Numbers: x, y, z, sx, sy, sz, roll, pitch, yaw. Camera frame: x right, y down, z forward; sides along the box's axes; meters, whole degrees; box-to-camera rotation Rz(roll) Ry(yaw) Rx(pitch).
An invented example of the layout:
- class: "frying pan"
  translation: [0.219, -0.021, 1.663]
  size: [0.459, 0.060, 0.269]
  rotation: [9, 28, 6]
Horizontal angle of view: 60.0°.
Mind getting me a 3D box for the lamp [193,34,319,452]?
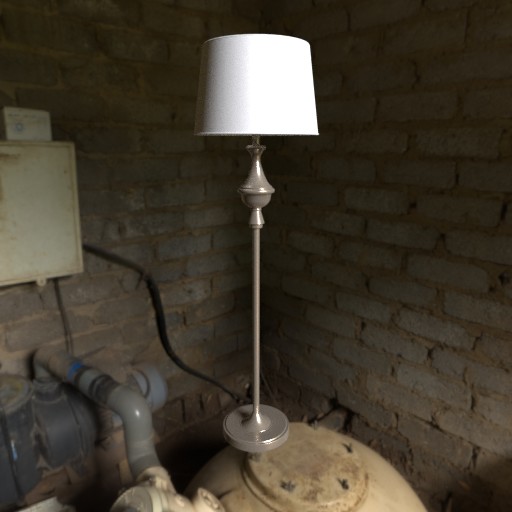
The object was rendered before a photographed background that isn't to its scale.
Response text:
- class: "lamp"
  translation: [0.000, 0.000, 1.649]
  size: [0.431, 1.488, 0.431]
  rotation: [0, 15, 0]
